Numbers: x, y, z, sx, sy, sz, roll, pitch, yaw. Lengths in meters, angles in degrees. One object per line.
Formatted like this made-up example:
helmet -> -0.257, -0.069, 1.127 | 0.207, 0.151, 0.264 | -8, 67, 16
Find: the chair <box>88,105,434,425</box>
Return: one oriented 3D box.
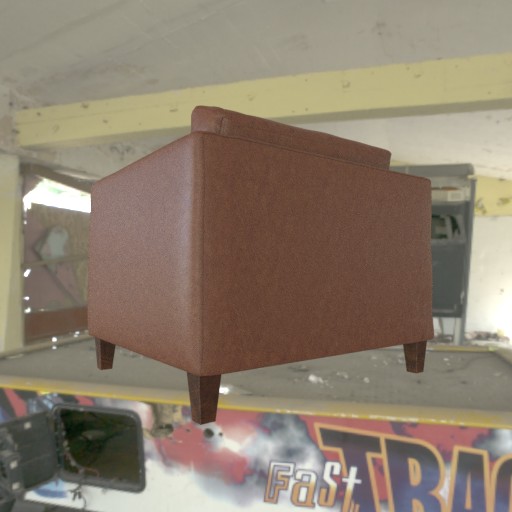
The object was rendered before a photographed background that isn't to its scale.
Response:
chair -> 0.000, 0.000, 1.809 | 1.107, 0.917, 0.959 | 1, -2, -37
